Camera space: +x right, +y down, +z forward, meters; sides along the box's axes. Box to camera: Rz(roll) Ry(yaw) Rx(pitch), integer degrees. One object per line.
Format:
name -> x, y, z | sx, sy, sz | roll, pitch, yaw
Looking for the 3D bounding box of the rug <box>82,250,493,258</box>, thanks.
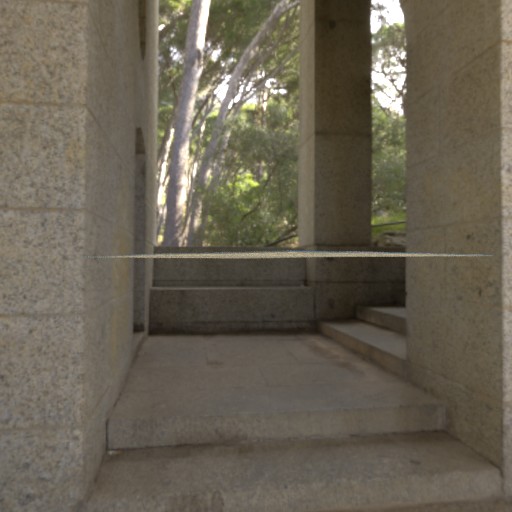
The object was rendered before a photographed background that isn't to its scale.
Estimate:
rug -> 0.000, 0.000, 2.152 | 1.135, 0.010, 1.740 | 1, -1, -38
